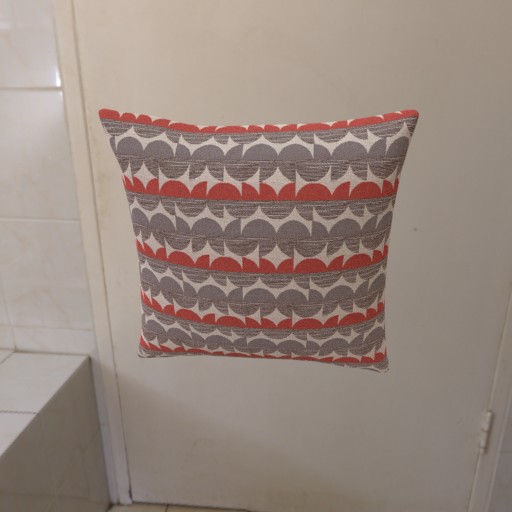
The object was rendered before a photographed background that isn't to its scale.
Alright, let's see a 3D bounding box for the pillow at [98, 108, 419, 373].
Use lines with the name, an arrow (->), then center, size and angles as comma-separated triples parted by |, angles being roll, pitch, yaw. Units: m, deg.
pillow -> 0.000, 0.000, 0.649 | 0.420, 0.410, 0.180 | 3, 19, 8
